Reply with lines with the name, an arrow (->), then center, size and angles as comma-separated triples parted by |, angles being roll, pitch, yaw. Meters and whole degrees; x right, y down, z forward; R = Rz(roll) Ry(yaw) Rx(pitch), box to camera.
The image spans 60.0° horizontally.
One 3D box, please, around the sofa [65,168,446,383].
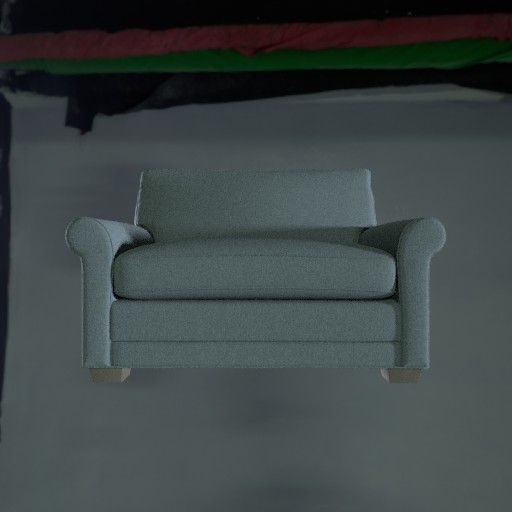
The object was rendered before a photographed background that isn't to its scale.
sofa -> 0.000, 0.000, 2.069 | 1.410, 0.953, 0.940 | 0, 0, 0
